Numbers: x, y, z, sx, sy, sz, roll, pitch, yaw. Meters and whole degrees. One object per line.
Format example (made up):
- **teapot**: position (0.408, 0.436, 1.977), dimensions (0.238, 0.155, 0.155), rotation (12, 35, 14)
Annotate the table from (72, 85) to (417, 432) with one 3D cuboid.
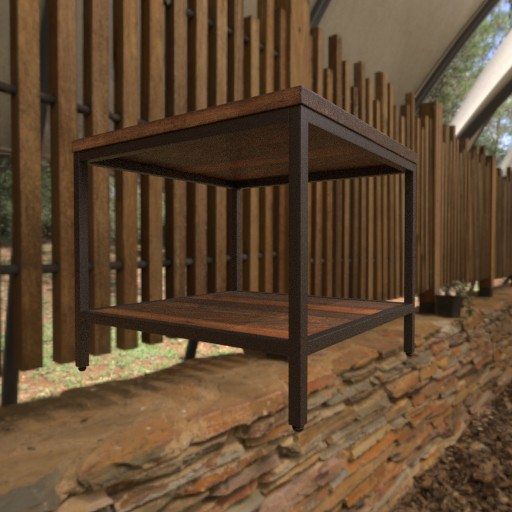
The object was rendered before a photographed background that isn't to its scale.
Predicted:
- **table**: position (0.000, 0.000, 0.991), dimensions (0.548, 0.482, 0.553), rotation (1, 2, 36)
